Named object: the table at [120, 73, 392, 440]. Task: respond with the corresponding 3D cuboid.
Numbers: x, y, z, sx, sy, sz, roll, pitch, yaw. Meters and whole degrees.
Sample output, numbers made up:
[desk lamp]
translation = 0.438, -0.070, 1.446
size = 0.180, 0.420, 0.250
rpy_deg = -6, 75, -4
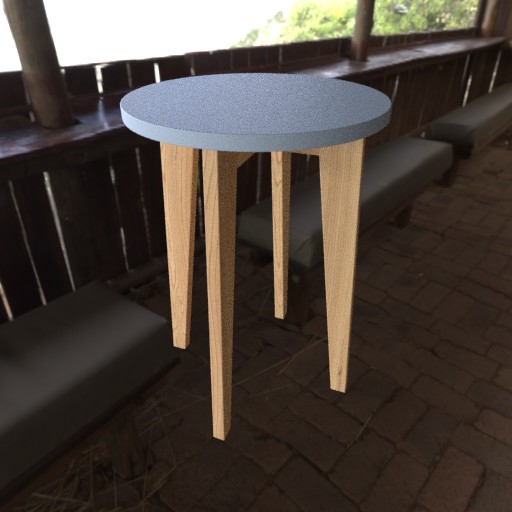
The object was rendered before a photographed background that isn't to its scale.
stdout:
[table]
translation = 0.000, 0.000, 0.721
size = 0.350, 0.500, 0.350
rpy_deg = 0, 32, 0
